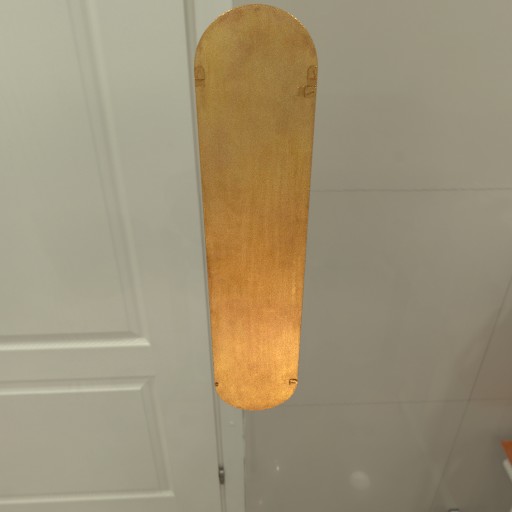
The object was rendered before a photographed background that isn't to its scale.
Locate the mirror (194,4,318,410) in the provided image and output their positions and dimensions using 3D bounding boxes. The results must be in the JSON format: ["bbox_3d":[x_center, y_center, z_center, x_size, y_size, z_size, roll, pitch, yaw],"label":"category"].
[{"bbox_3d":[0.000,0.000,1.002,0.222,0.991,0.032,-1,30,-2],"label":"mirror"}]
